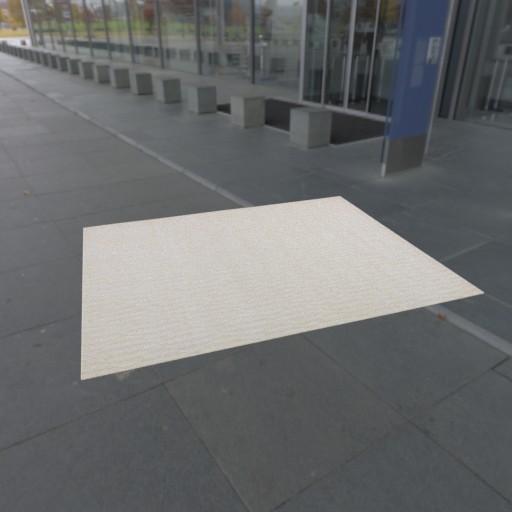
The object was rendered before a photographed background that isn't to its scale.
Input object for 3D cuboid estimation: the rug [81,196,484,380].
[{"bbox_3d":[0.000,0.000,4.131,3.055,0.021,2.410,-9,29,-17],"label":"rug"}]
